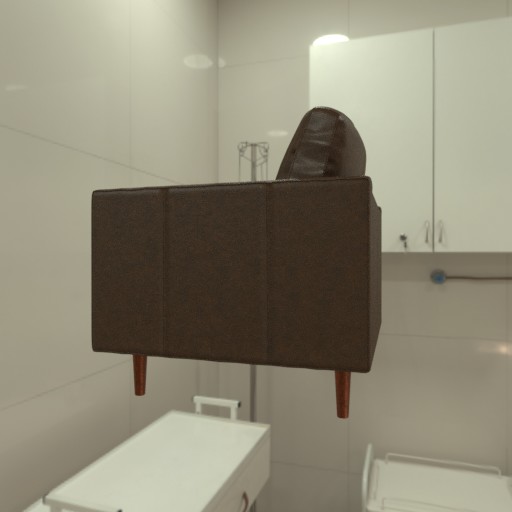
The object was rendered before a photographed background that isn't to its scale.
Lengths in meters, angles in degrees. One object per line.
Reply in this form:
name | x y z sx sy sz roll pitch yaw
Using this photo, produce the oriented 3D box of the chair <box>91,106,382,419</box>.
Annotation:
chair | 0.000 0.000 1.716 0.909 0.956 0.890 0 0 18
